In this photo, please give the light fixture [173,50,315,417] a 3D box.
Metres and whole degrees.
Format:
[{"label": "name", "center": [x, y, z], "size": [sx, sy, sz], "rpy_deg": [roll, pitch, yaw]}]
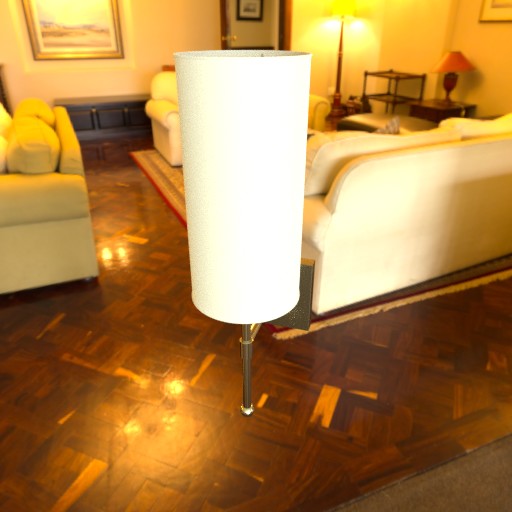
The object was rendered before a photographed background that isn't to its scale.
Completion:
[{"label": "light fixture", "center": [0.000, 0.000, 0.550], "size": [0.128, 0.462, 0.208], "rpy_deg": [8, 28, 16]}]
